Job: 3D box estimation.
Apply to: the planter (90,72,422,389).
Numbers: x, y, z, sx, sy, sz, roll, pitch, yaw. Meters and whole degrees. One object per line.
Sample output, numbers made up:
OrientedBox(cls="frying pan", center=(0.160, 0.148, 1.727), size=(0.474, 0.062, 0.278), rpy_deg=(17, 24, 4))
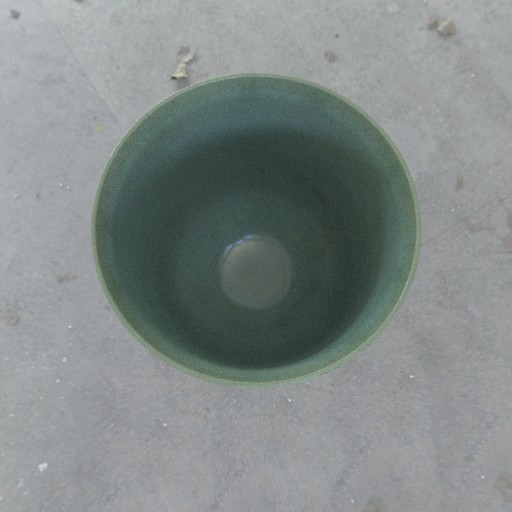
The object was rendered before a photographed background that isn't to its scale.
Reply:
OrientedBox(cls="planter", center=(0.000, 0.000, 0.486), size=(0.266, 0.270, 0.266), rpy_deg=(0, 76, 0))
